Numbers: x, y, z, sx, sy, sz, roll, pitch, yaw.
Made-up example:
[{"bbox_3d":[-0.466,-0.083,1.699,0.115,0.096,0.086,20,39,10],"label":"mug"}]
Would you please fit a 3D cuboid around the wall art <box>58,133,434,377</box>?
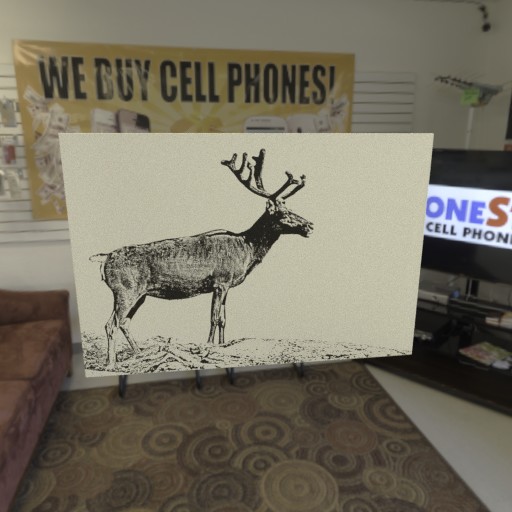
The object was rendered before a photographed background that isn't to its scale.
[{"bbox_3d":[0.000,0.000,1.158,0.906,0.617,0.033,-2,15,-8],"label":"wall art"}]
